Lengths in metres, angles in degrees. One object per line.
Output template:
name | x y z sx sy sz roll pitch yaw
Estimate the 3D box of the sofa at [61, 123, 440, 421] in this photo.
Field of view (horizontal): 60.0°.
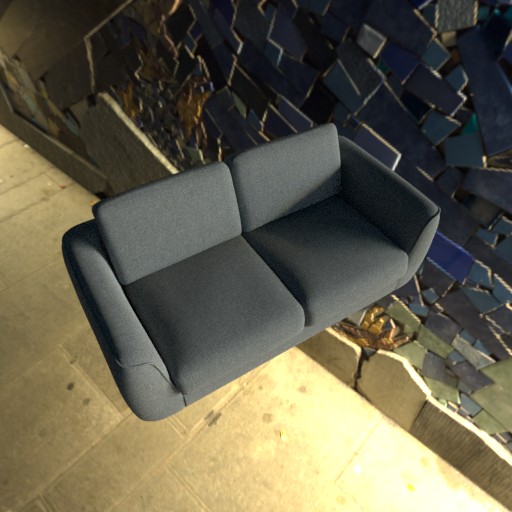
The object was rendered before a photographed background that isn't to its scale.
sofa | 0.000 0.000 2.260 1.700 0.870 0.920 -24 52 -21
